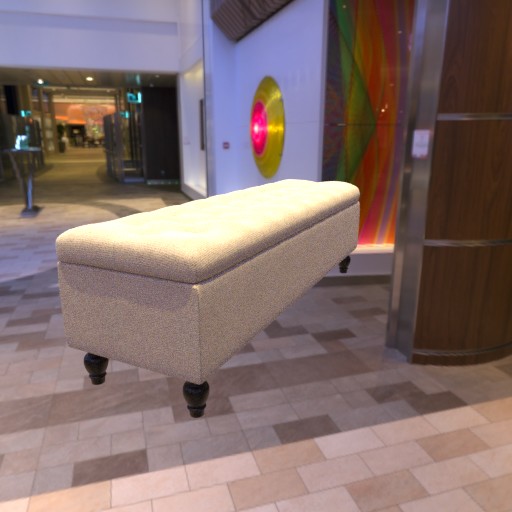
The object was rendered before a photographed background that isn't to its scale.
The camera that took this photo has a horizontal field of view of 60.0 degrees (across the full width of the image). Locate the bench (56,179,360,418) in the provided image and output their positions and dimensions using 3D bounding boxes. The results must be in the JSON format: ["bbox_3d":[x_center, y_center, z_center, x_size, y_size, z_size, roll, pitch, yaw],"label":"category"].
[{"bbox_3d":[0.000,0.000,1.736,0.455,0.467,1.480,8,17,26],"label":"bench"}]
